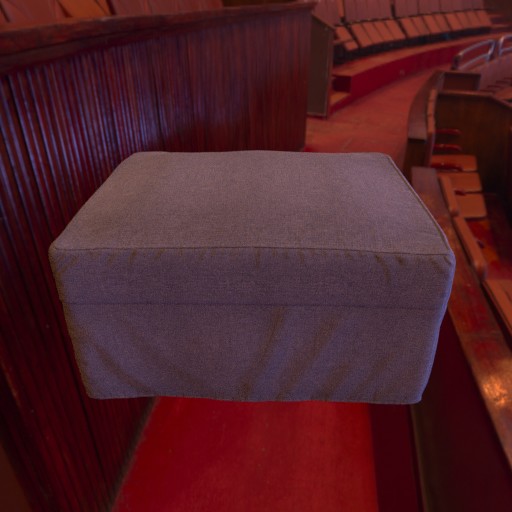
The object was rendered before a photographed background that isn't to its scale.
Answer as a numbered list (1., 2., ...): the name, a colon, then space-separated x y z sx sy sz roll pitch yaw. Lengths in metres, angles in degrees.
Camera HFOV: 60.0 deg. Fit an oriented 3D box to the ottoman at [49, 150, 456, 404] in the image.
1. ottoman: 0.000 0.000 1.238 0.833 0.492 0.652 1 31 1
